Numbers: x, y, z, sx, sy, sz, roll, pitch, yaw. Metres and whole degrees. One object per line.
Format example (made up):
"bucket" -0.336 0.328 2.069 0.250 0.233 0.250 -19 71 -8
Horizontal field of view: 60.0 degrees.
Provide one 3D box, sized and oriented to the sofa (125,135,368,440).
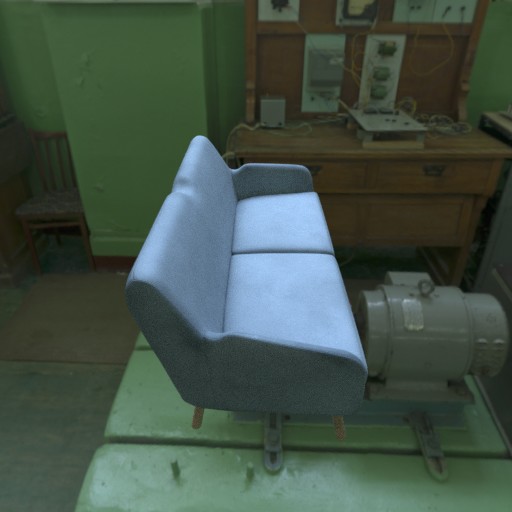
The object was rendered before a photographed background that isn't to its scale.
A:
"sofa" 0.000 0.000 2.304 0.850 0.810 1.870 0 31 0
